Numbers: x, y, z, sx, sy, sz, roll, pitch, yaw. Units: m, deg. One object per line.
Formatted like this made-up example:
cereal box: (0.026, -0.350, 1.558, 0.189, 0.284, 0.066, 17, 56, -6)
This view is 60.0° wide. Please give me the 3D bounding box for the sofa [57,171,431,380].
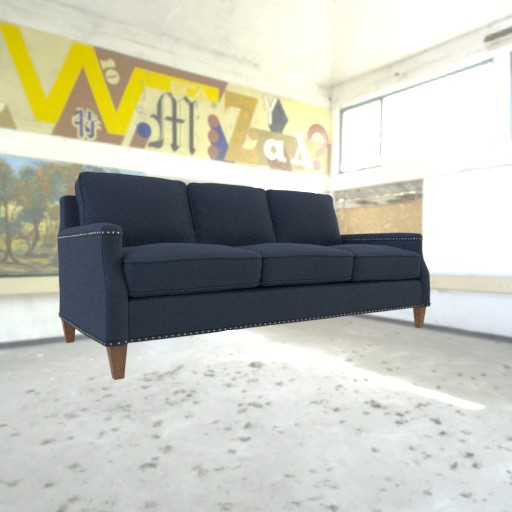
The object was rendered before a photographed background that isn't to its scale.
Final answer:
sofa: (0.000, 0.000, 2.860, 2.246, 1.003, 1.084, -1, 1, -35)
